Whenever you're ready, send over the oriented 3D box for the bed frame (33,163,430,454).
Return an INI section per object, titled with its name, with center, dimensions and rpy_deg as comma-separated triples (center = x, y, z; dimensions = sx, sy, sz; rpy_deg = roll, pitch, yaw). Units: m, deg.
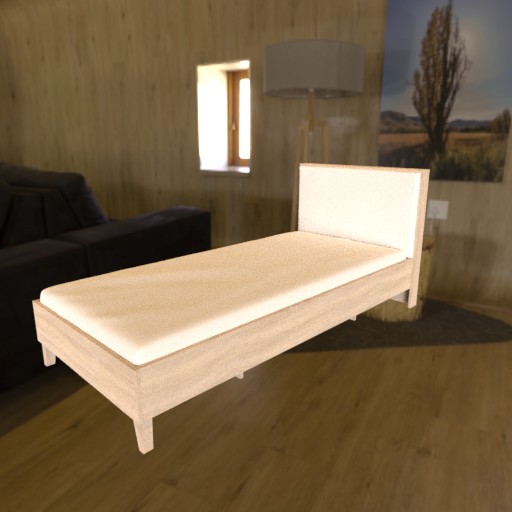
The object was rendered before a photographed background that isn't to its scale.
[bed frame]
center = 0.000, 0.000, 2.544
dimensions = 0.990, 0.920, 2.140
rpy_deg = 14, 21, 43
